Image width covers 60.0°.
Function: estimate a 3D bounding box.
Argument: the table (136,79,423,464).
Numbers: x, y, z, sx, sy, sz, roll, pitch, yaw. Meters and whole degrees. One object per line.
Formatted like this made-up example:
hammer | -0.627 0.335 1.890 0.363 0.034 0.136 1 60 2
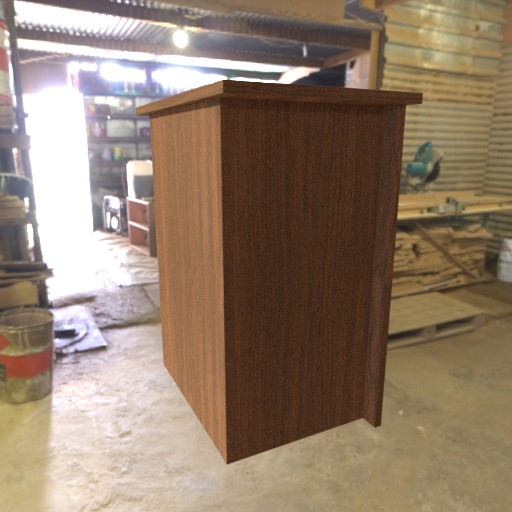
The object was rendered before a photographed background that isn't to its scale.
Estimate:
table | 0.000 0.000 1.077 0.406 0.711 0.589 -7 16 -26
